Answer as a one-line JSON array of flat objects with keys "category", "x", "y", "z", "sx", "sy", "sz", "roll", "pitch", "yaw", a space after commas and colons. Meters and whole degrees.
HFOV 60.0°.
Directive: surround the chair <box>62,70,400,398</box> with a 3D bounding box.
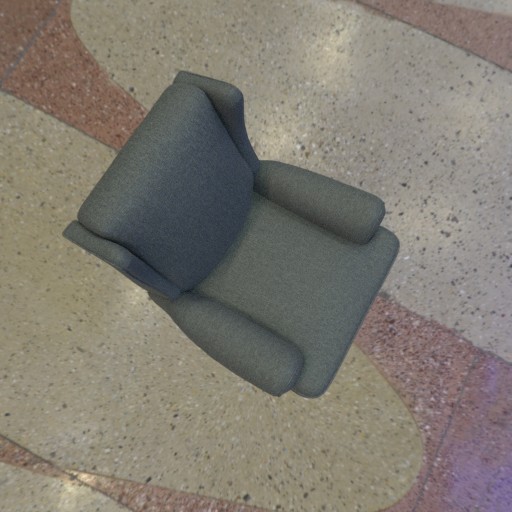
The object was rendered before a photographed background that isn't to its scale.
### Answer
[{"category": "chair", "x": 0.000, "y": 0.000, "z": 1.733, "sx": 0.969, "sy": 1.011, "sz": 0.847, "roll": 29, "pitch": 77, "yaw": 7}]
